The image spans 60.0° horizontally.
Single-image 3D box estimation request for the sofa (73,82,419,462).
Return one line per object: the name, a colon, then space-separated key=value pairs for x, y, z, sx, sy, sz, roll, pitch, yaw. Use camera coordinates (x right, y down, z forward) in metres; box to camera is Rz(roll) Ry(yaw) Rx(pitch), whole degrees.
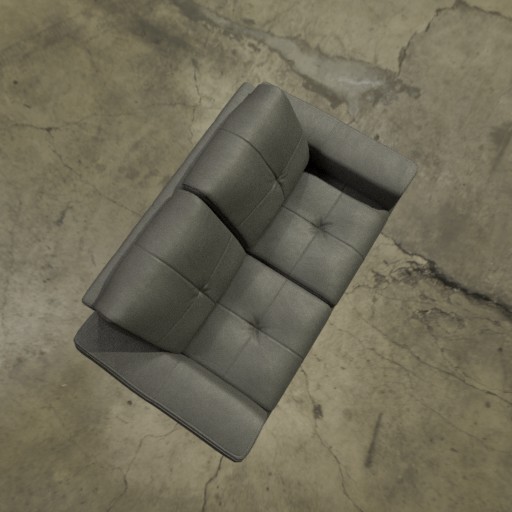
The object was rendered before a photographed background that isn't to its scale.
sofa: x=0.000 y=0.000 z=2.347 sx=1.018 sy=0.907 sz=1.806 roll=32 pitch=78 yaw=8
